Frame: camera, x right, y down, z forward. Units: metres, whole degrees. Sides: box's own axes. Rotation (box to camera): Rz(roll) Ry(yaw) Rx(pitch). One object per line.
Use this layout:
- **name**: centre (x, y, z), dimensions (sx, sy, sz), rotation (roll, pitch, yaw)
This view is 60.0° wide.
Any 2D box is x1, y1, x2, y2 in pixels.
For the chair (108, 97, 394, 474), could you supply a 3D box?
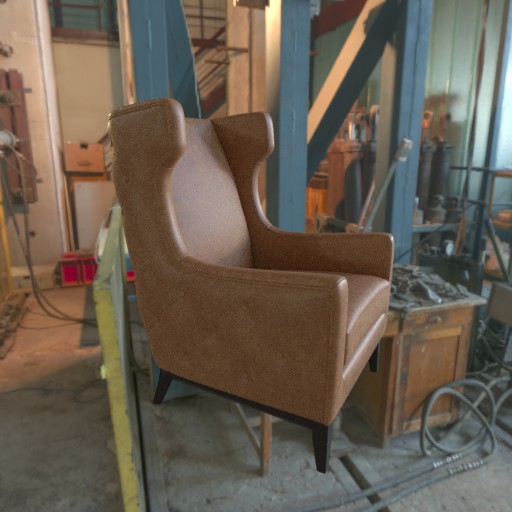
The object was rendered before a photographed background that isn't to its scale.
- **chair**: centre (0.000, 0.000, 1.659), dimensions (0.899, 1.079, 0.766), rotation (7, 16, 26)
